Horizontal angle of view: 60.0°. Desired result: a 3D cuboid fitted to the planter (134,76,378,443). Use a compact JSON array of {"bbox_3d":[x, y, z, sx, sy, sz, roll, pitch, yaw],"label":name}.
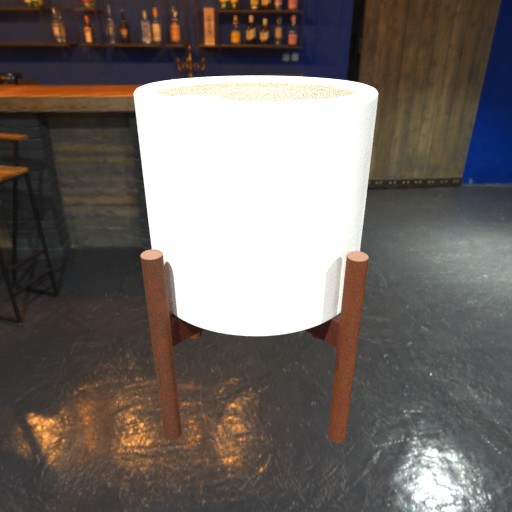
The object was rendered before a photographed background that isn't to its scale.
[{"bbox_3d":[0.000,0.000,0.497,0.224,0.358,0.224,0,27,1],"label":"planter"}]
